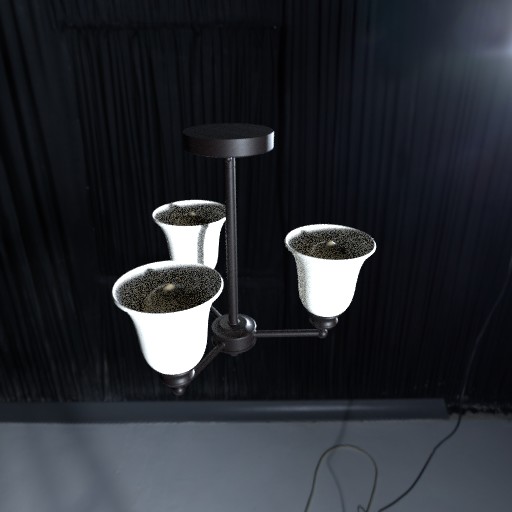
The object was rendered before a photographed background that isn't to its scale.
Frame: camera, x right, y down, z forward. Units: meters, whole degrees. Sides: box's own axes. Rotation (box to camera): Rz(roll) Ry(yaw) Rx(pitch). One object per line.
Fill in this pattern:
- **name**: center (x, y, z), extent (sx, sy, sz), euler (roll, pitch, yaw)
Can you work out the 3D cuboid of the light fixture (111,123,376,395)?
- **light fixture**: center (0.000, 0.000, 0.669), extent (0.354, 0.370, 0.388), euler (-1, 26, -1)
